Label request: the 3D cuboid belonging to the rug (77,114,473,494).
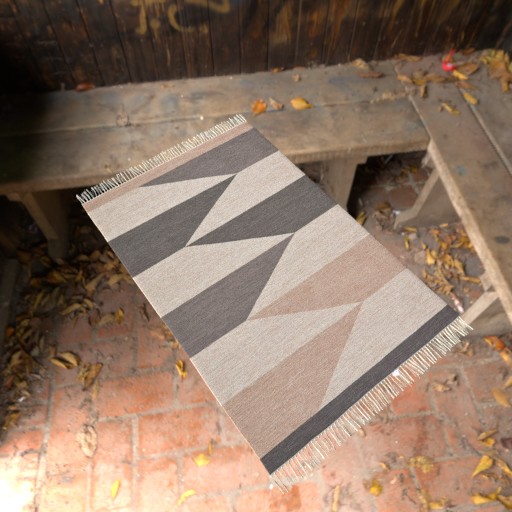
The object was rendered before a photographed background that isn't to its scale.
[{"bbox_3d":[0.000,0.000,2.446,1.224,0.027,2.021,-32,63,-19],"label":"rug"}]
